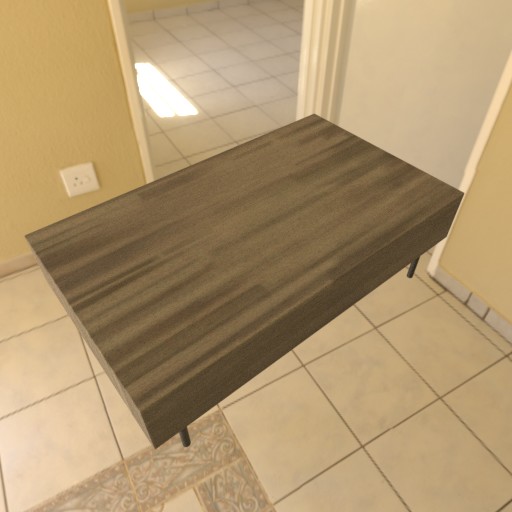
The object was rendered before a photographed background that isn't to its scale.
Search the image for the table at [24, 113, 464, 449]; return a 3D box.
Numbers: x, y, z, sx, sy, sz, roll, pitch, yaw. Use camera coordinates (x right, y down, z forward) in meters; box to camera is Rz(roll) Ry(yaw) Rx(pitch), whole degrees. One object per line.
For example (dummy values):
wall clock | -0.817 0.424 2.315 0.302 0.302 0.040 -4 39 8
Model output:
table | 0.000 0.000 1.379 1.088 0.347 0.643 -30 52 -27
